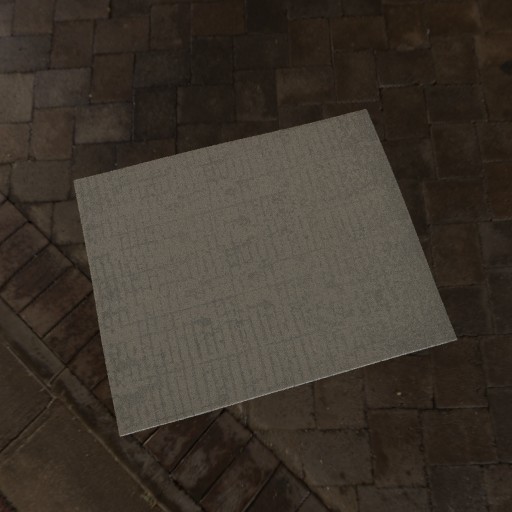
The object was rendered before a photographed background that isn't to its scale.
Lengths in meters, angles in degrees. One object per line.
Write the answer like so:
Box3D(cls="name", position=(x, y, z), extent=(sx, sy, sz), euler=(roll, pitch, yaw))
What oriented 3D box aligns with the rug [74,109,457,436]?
Box3D(cls="rug", position=(0.000, 0.000, 4.155), extent=(3.061, 0.014, 2.447), euler=(-15, 75, -4))
